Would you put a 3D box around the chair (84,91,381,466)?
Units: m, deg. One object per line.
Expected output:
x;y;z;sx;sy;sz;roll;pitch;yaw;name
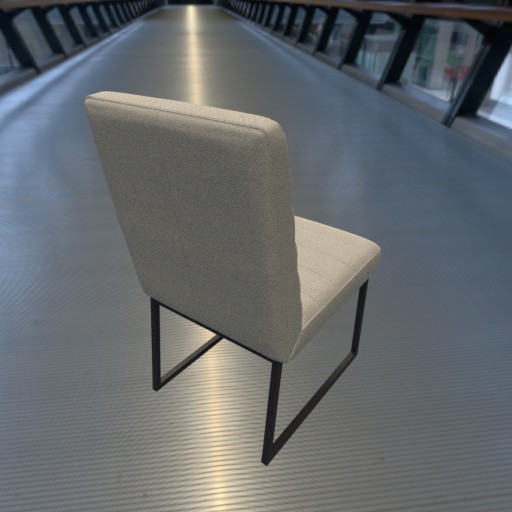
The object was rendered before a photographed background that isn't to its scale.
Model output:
0.000;0.000;1.278;0.520;0.930;0.634;20;35;32;chair
